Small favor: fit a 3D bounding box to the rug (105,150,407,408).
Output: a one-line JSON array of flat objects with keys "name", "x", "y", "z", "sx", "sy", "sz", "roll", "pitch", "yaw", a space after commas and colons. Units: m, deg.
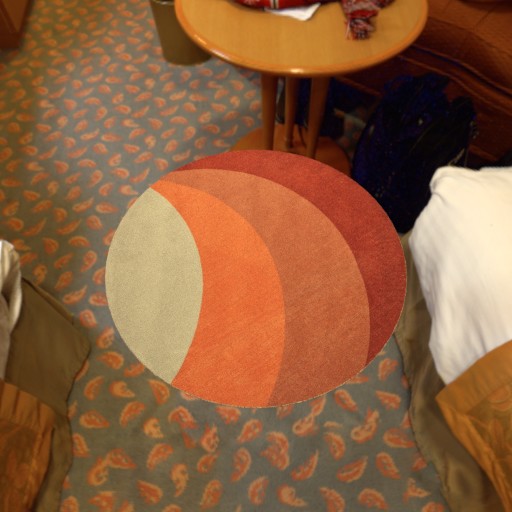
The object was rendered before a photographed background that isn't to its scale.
[{"name": "rug", "x": 0.000, "y": 0.000, "z": 2.262, "sx": 1.514, "sy": 0.015, "sz": 1.514, "roll": 0, "pitch": 57, "yaw": 0}]
